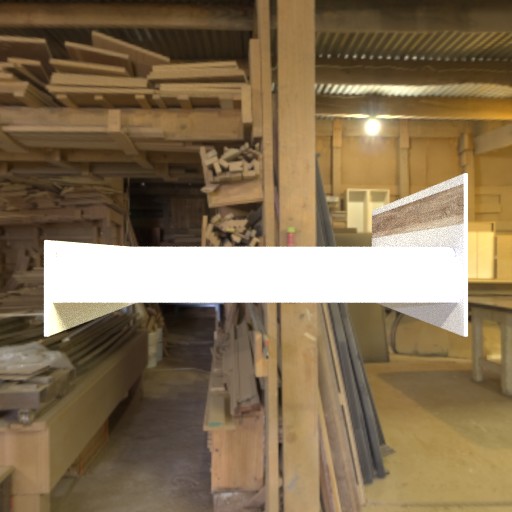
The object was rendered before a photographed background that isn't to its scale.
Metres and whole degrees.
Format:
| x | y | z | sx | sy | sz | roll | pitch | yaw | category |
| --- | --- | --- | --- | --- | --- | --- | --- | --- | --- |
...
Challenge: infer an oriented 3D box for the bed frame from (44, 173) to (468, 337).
| x | y | z | sx | sy | sz | roll | pitch | yaw | category |
| --- | --- | --- | --- | --- | --- | --- | --- | --- | --- |
| 0.000 | 0.000 | 3.016 | 2.060 | 0.800 | 1.720 | 0 | 0 | 0 | bed frame |
